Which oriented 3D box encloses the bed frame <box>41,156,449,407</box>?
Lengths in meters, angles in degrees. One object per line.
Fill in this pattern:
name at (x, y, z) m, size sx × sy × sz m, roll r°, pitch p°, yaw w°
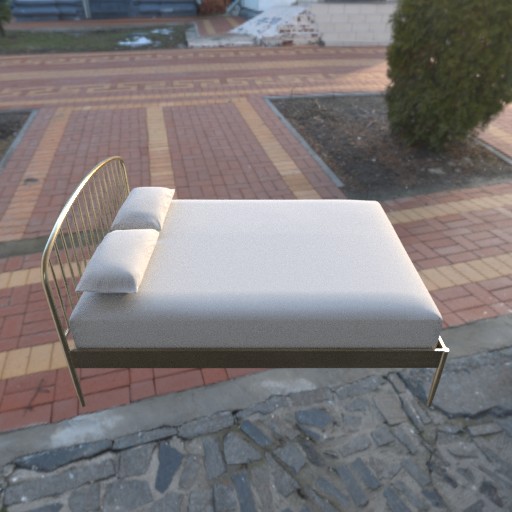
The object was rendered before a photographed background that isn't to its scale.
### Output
bed frame at (0.000, 0.000, 3.073) m, size 2.152 × 1.175 × 1.612 m, roll 0°, pitch 32°, yaw 0°
